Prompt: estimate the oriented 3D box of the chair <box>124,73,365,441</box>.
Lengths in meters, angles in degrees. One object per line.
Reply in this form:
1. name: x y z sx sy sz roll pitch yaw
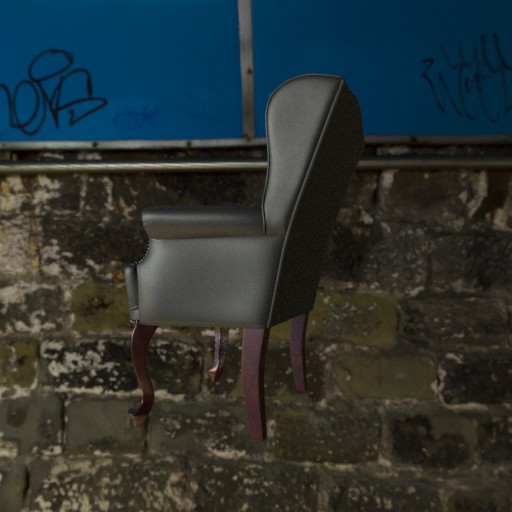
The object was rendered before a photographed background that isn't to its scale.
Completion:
1. chair: 0.000 0.000 1.645 0.762 1.111 0.838 -1 -2 19
